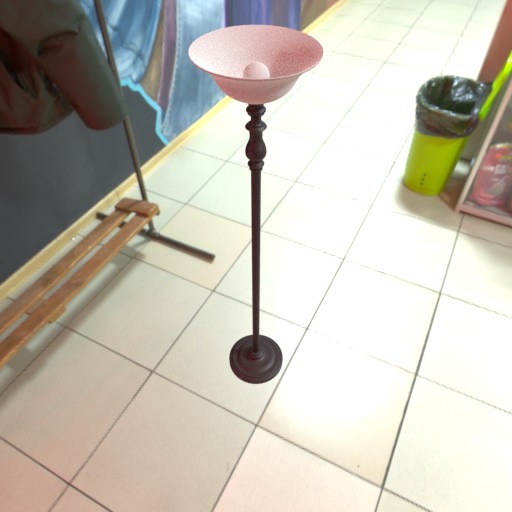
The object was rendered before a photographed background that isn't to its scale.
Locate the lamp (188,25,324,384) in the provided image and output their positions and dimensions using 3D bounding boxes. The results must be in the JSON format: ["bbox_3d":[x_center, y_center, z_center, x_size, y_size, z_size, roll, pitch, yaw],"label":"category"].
[{"bbox_3d":[0.000,0.000,1.979,0.405,1.797,0.405,-23,50,-20],"label":"lamp"}]
